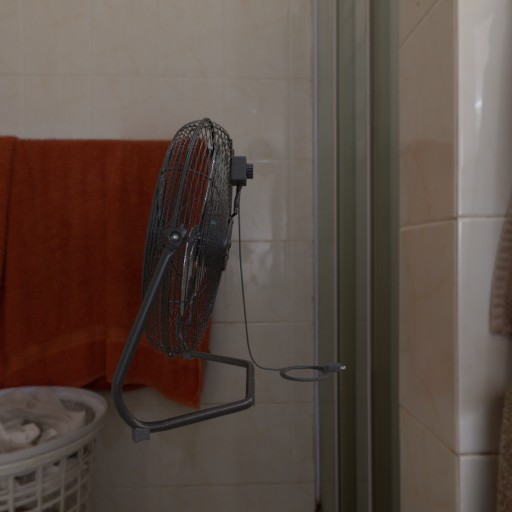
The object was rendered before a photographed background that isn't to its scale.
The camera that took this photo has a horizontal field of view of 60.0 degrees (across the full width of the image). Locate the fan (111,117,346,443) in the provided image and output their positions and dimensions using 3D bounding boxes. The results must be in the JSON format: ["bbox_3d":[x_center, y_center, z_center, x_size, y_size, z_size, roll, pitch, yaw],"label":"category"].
[{"bbox_3d":[0.000,0.000,0.913,0.424,0.546,0.555,0,1,-1],"label":"fan"}]
